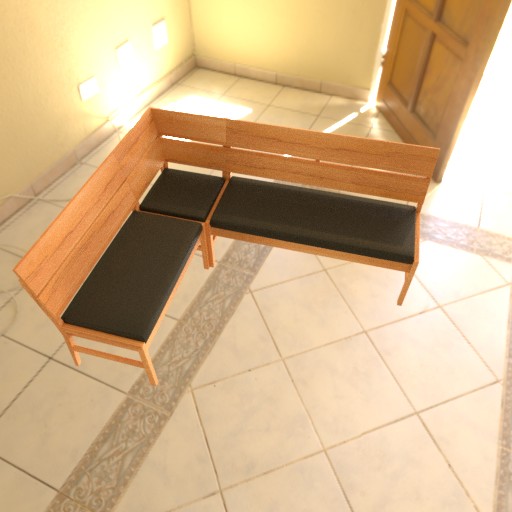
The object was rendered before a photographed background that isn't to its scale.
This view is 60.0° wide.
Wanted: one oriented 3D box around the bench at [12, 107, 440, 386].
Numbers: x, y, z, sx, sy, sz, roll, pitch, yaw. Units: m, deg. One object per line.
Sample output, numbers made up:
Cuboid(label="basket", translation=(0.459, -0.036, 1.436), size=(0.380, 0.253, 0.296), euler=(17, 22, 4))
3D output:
Cuboid(label="bench", translation=(0.000, 0.000, 2.729), size=(1.948, 0.890, 1.548), euler=(11, 48, 10))
